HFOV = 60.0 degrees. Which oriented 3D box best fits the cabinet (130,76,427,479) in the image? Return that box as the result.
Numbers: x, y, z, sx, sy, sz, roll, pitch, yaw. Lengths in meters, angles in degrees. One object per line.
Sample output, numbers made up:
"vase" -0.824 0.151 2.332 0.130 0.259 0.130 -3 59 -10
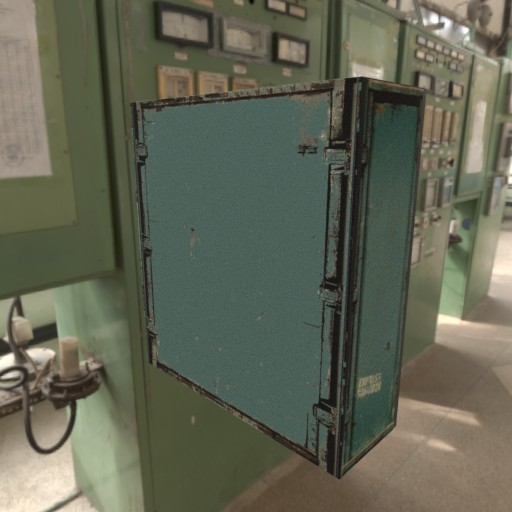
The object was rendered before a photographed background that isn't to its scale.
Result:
"cabinet" 0.000 0.000 3.179 2.000 2.160 0.680 14 20 43
